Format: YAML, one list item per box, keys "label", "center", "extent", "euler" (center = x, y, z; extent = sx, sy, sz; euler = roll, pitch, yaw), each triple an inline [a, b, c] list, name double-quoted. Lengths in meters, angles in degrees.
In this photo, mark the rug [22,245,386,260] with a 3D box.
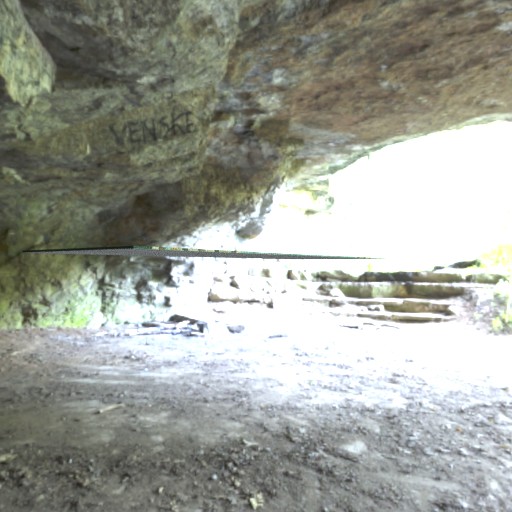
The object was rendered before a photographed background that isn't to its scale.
- label: "rug"
  center: [0.000, 0.000, 2.697]
  extent: [0.744, 0.010, 2.441]
  euler: [-1, -2, 36]
